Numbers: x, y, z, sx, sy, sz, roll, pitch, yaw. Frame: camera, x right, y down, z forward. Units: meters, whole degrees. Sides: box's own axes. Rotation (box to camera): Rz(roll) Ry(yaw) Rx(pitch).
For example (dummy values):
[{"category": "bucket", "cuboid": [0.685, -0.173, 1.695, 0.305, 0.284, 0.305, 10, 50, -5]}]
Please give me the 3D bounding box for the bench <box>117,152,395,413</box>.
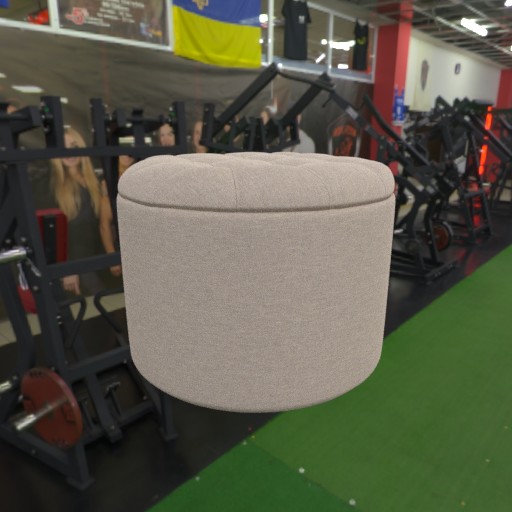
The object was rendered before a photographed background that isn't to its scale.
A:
[{"category": "bench", "cuboid": [0.000, 0.000, 1.034, 0.600, 0.454, 0.600, 0, 16, 0]}]
